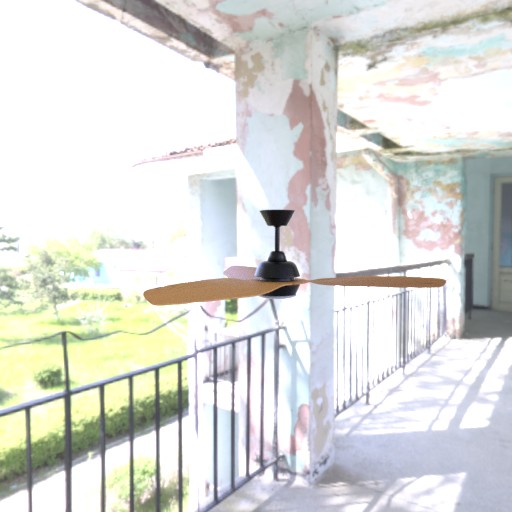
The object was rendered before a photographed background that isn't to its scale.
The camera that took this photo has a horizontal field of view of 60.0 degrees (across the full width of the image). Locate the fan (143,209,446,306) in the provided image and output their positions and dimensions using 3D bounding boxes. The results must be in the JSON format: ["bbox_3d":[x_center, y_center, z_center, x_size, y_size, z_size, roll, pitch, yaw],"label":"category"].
[{"bbox_3d":[0.000,0.000,1.673,1.142,0.355,1.010,2,3,37],"label":"fan"}]
